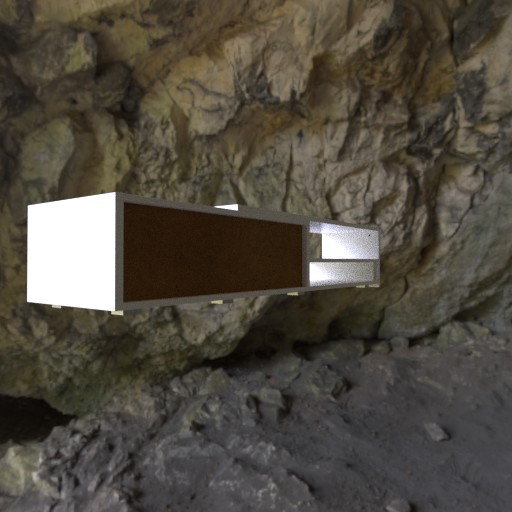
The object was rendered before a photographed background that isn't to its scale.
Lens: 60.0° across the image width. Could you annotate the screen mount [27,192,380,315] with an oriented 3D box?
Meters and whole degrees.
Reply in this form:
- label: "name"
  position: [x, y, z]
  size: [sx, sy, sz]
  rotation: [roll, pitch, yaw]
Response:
- label: "screen mount"
  position: [0.000, 0.000, 1.849]
  size: [0.420, 0.320, 1.680]
  rotation: [-1, -1, 37]
